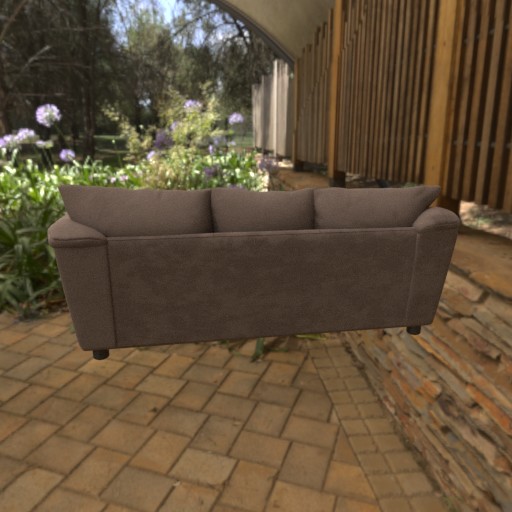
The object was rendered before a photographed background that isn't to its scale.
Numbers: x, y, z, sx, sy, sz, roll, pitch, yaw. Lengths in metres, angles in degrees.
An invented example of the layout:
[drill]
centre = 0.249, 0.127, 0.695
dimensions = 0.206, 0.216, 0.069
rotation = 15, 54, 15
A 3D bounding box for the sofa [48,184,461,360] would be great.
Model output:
[sofa]
centre = 0.000, 0.000, 2.831
dimensions = 2.377, 0.981, 0.893
rotation = -2, 14, -10
